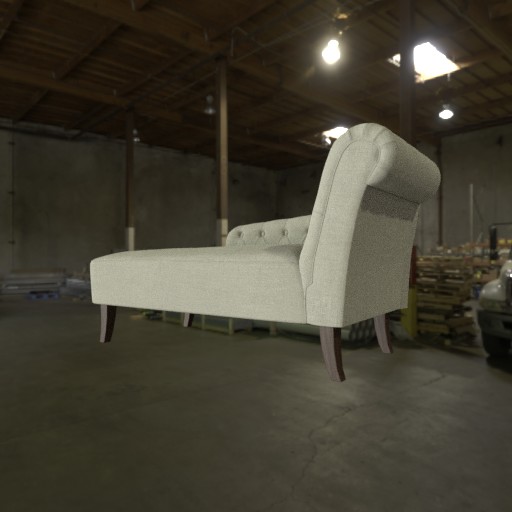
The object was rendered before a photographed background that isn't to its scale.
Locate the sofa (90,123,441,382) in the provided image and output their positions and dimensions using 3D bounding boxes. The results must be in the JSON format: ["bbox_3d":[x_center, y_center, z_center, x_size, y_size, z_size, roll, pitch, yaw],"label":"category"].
[{"bbox_3d":[0.000,0.000,1.884,1.379,0.787,0.675,0,0,35],"label":"sofa"}]
